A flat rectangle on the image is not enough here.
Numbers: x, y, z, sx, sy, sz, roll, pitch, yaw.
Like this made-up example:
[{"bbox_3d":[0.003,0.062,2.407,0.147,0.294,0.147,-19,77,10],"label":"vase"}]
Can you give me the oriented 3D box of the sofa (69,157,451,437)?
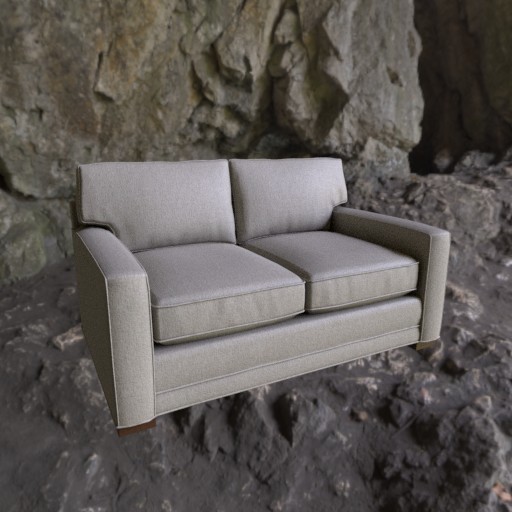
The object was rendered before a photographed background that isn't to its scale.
[{"bbox_3d":[0.000,0.000,2.043,1.484,0.853,0.940,-8,16,-27],"label":"sofa"}]
